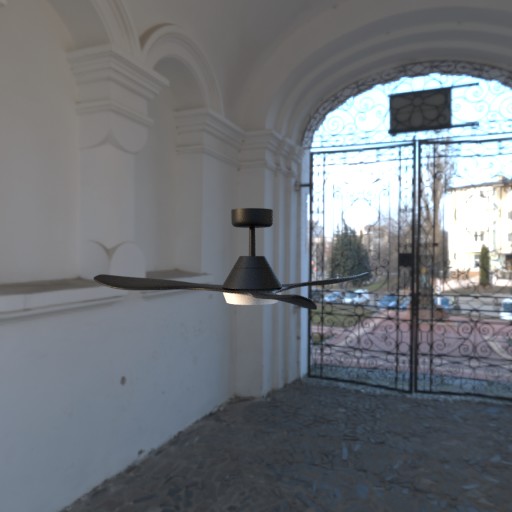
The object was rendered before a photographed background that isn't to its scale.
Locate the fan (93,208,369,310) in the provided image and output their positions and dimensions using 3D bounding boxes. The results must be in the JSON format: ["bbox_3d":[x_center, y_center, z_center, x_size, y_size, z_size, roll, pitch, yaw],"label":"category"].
[{"bbox_3d":[0.000,0.000,1.583,1.067,0.305,1.067,0,0,38],"label":"fan"}]
